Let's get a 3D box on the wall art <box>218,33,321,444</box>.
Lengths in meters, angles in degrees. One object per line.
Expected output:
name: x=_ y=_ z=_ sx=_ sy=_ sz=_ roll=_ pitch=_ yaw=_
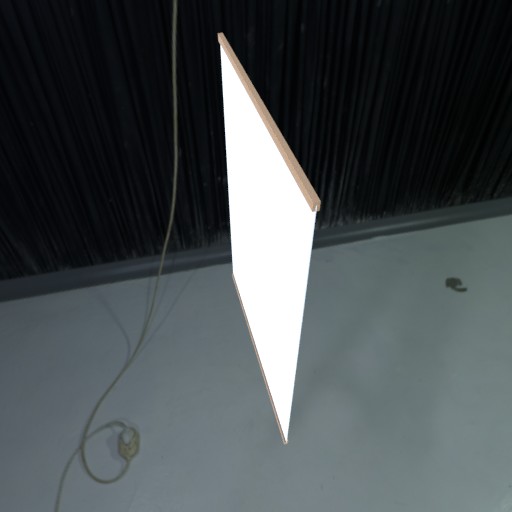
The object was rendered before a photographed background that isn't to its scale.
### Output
wall art: x=0.000 y=0.000 z=1.338 sx=0.013 sy=1.016 sz=0.758 roll=-11 pitch=47 yaw=-10
